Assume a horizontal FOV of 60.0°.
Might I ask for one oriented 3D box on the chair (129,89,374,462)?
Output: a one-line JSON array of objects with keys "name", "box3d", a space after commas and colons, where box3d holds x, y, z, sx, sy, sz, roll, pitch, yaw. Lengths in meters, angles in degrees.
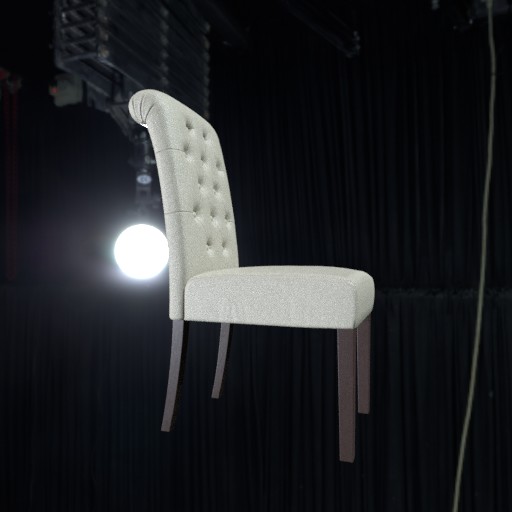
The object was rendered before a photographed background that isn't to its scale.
[{"name": "chair", "box3d": [0.000, 0.000, 1.374, 0.671, 1.006, 0.456, 0, -1, 20]}]
